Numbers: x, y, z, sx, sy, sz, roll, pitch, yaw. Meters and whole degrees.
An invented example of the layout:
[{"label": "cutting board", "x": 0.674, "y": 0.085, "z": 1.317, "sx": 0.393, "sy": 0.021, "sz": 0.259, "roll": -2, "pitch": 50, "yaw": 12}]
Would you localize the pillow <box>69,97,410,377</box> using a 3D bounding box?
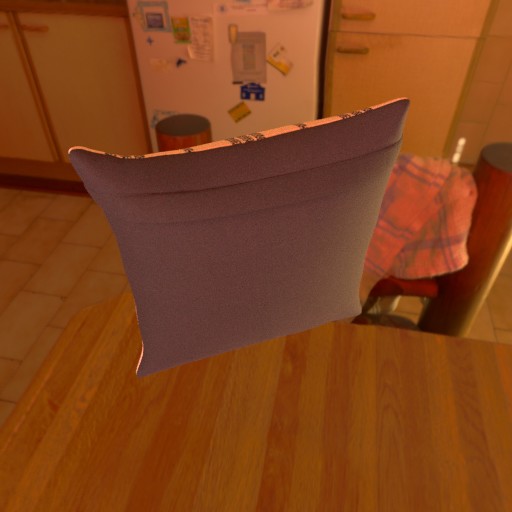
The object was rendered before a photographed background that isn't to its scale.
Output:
[{"label": "pillow", "x": 0.000, "y": 0.000, "z": 0.629, "sx": 0.405, "sy": 0.406, "sz": 0.173, "roll": -13, "pitch": 44, "yaw": -14}]
